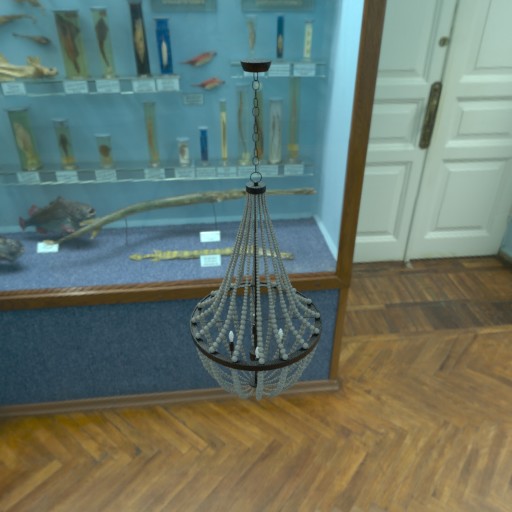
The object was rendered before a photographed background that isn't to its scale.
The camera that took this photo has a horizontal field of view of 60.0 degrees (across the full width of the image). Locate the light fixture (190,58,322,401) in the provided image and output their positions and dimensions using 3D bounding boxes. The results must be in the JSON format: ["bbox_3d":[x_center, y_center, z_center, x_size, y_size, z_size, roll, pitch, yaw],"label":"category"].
[{"bbox_3d":[0.000,0.000,1.393,0.450,1.133,0.450,0,31,0],"label":"light fixture"}]
